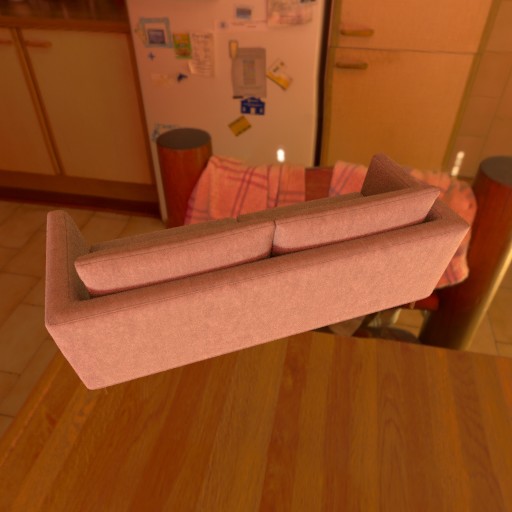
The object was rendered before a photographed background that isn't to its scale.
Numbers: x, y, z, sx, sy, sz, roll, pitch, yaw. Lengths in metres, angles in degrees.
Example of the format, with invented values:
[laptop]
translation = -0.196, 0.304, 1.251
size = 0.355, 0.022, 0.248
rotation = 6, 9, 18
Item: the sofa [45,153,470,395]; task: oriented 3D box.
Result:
[sofa]
translation = 0.000, 0.000, 2.527
size = 2.121, 0.864, 0.889
rotation = -13, 42, -15
